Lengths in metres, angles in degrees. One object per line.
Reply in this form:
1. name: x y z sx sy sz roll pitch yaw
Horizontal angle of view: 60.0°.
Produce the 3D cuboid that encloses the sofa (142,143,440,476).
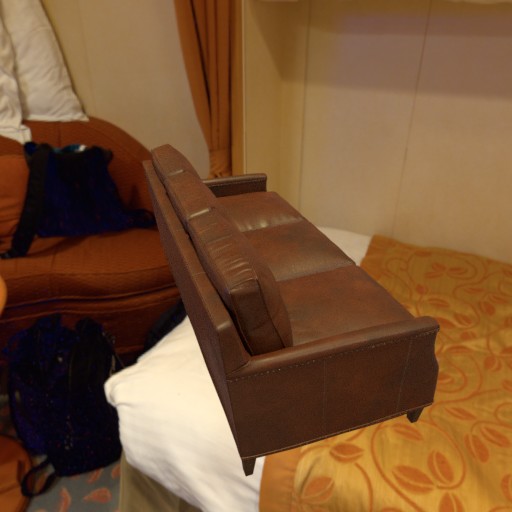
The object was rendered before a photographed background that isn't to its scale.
1. sofa: 0.000 0.000 2.762 1.084 1.003 2.240 -10 30 -17
